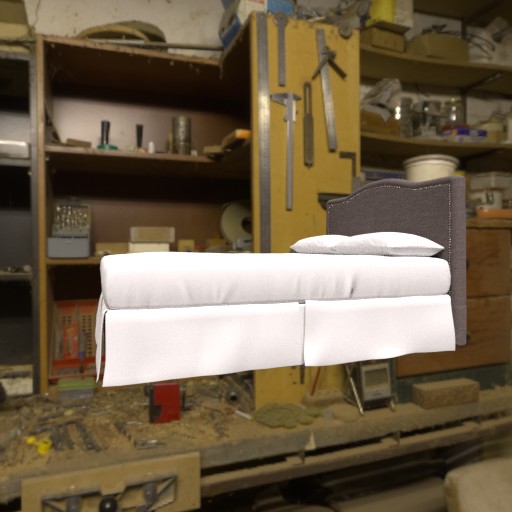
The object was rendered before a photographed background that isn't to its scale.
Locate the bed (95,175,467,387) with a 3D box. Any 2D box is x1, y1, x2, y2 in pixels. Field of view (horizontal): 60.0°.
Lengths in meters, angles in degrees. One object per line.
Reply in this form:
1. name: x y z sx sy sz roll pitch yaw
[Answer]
1. bed: 0.000 0.000 3.919 2.689 1.457 2.161 0 1 -19
